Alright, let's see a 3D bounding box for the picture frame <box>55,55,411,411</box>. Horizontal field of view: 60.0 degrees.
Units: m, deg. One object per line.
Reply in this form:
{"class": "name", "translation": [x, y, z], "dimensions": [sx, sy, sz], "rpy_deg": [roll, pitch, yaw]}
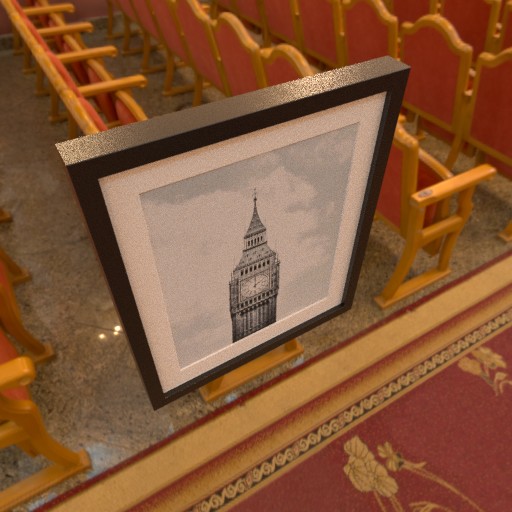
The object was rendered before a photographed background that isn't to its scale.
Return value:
{"class": "picture frame", "translation": [0.000, 0.000, 0.513], "dimensions": [0.328, 0.378, 0.034], "rpy_deg": [-23, 50, -21]}
